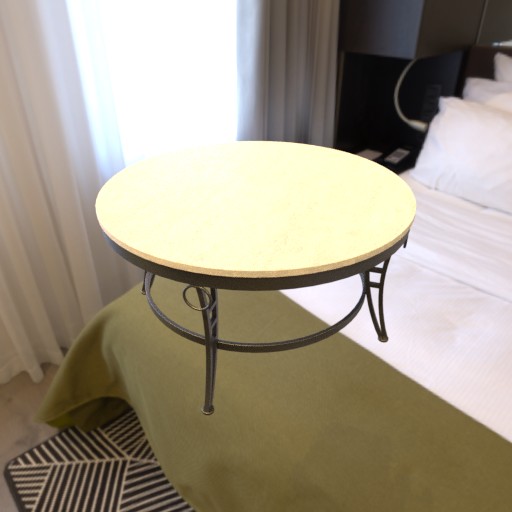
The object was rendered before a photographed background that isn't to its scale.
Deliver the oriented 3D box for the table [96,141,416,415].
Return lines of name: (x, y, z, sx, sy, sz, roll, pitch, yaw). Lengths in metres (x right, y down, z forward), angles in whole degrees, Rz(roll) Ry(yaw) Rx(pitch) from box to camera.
table: (0.000, 0.000, 1.407, 0.889, 0.470, 0.889, 0, 31, 0)
